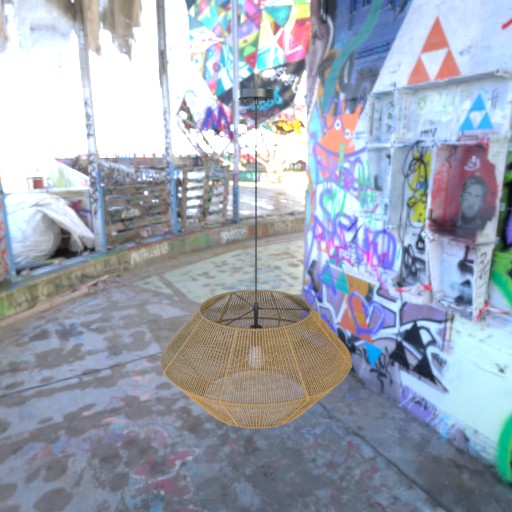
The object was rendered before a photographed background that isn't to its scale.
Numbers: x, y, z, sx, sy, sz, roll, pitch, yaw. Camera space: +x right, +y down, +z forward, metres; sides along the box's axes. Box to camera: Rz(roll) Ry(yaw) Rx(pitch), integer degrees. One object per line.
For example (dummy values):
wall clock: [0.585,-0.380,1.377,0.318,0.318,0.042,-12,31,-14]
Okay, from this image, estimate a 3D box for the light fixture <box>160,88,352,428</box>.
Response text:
light fixture: [0.000,0.000,1.431,0.643,1.009,0.643,0,14,0]
